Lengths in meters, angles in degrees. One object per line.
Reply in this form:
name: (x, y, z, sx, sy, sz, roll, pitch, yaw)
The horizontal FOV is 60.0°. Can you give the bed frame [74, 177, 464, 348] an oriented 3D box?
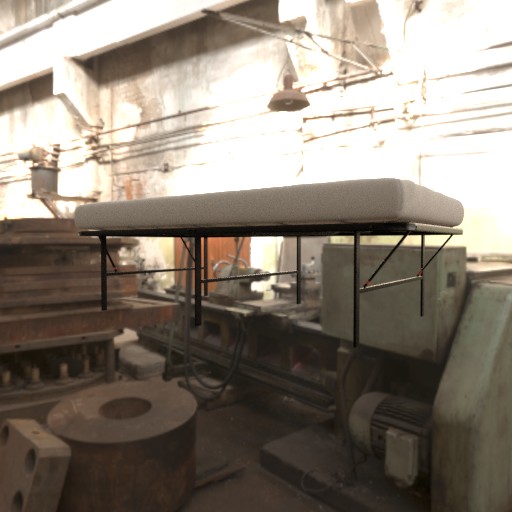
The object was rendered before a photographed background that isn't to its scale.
bed frame: (0.000, 0.000, 2.387, 1.903, 0.619, 0.989, 1, 2, 36)
